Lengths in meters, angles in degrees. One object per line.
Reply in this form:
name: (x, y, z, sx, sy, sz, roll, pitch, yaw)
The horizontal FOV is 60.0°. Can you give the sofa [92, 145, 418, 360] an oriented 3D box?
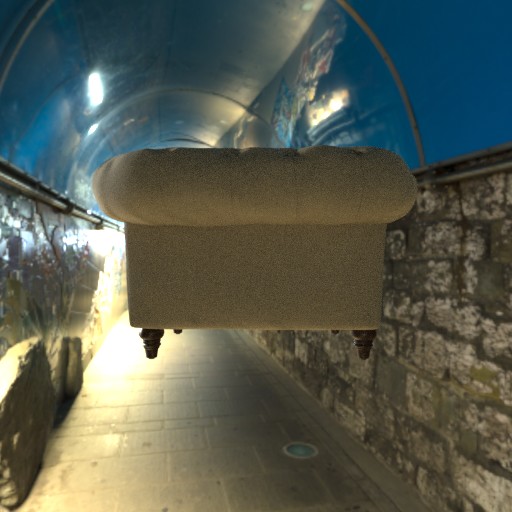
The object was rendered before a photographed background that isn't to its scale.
sofa: (0.000, 0.000, 2.065, 1.405, 0.878, 1.034, 0, 0, 1)
